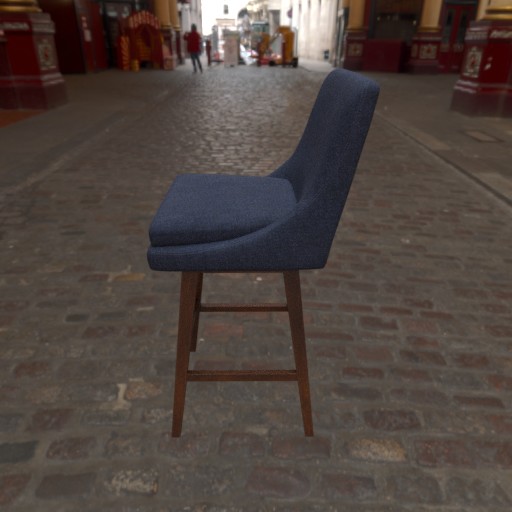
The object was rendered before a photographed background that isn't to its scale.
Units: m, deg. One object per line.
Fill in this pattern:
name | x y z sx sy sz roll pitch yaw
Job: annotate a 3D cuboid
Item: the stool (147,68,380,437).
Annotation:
stool | 0.000 0.000 1.392 0.572 1.068 0.489 0 27 0
